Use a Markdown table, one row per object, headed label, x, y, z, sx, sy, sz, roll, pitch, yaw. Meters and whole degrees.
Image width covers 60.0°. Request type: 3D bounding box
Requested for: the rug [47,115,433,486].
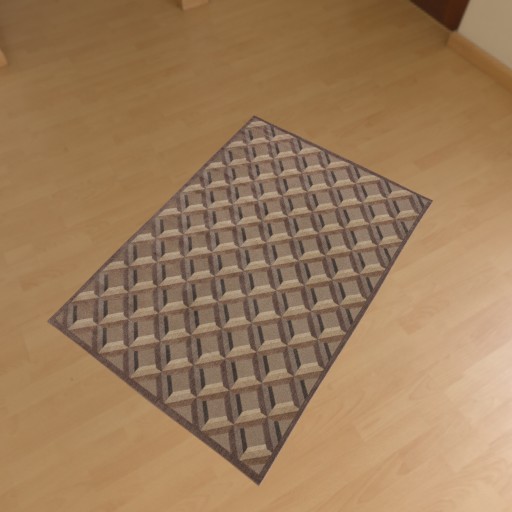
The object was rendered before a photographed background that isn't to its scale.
| label | x | y | z | sx | sy | sz | roll | pitch | yaw |
| --- | --- | --- | --- | --- | --- | --- | --- | --- | --- |
| rug | 0.000 | 0.000 | 2.988 | 1.600 | 0.013 | 2.260 | 31 | 63 | 17 |
